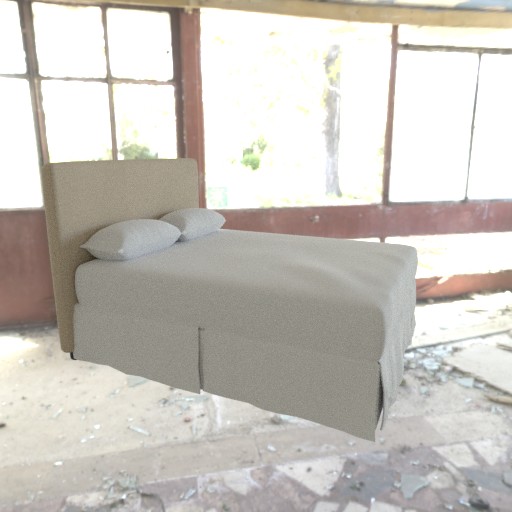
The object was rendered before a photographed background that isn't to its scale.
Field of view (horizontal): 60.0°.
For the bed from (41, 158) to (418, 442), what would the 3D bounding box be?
[{"bbox_3d":[0.000,0.000,3.154,2.142,1.330,1.723,6,15,24],"label":"bed"}]
